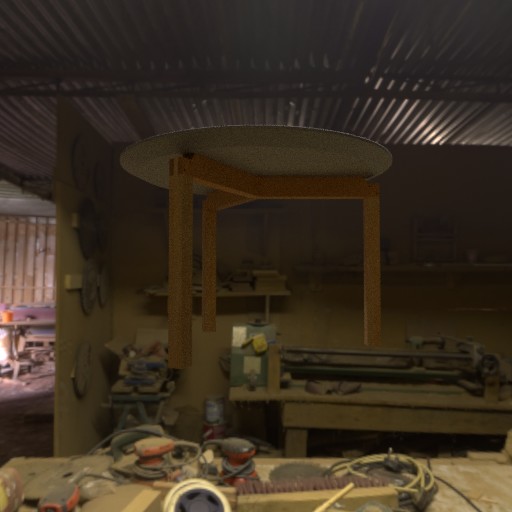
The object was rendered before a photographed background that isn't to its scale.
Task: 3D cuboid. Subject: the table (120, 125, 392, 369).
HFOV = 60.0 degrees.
[{"bbox_3d":[0.000,0.000,1.013,0.600,0.405,0.600,0,-2,0],"label":"table"}]
